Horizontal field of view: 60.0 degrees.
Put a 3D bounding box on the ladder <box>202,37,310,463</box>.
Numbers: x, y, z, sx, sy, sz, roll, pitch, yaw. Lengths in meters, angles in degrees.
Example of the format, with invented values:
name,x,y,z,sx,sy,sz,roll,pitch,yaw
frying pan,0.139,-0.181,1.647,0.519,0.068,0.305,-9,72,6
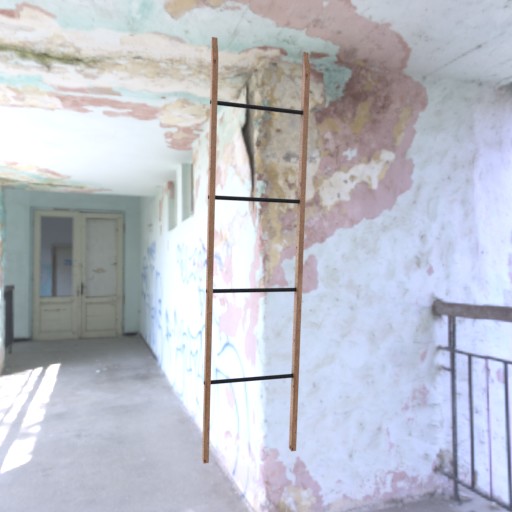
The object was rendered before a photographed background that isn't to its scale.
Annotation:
name,x,y,z,sx,sy,sz,roll,pitch,yaw
ladder,0.000,0.000,1.953,0.442,1.805,0.200,0,-2,-18
